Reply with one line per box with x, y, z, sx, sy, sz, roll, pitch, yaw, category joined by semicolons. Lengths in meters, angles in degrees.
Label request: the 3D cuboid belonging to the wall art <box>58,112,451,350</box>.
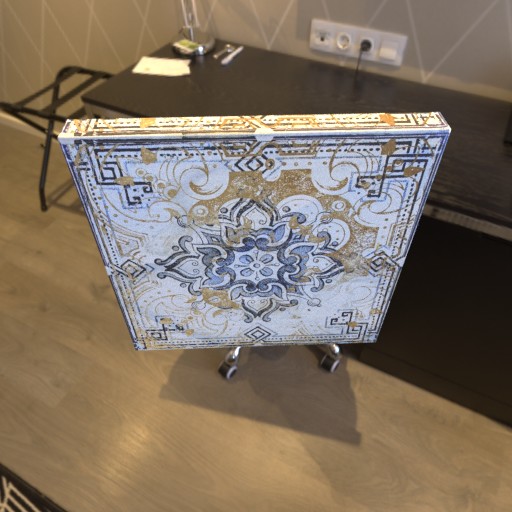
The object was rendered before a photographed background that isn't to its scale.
0.000;0.000;0.623;0.411;0.410;0.038;-2;46;-2;wall art
